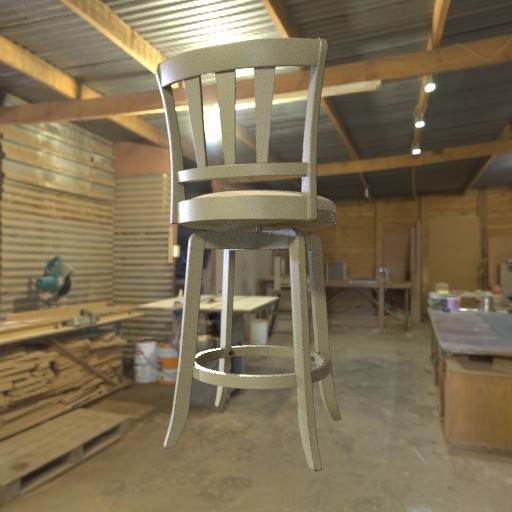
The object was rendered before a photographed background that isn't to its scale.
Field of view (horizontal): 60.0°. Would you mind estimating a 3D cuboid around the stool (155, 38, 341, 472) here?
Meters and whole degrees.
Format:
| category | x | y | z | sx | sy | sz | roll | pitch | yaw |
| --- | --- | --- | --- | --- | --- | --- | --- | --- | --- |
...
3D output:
| category | x | y | z | sx | sy | sz | roll | pitch | yaw |
| --- | --- | --- | --- | --- | --- | --- | --- | --- | --- |
| stool | 0.000 | 0.000 | 1.227 | 0.450 | 0.994 | 0.486 | 0 | 0 | 18 |
